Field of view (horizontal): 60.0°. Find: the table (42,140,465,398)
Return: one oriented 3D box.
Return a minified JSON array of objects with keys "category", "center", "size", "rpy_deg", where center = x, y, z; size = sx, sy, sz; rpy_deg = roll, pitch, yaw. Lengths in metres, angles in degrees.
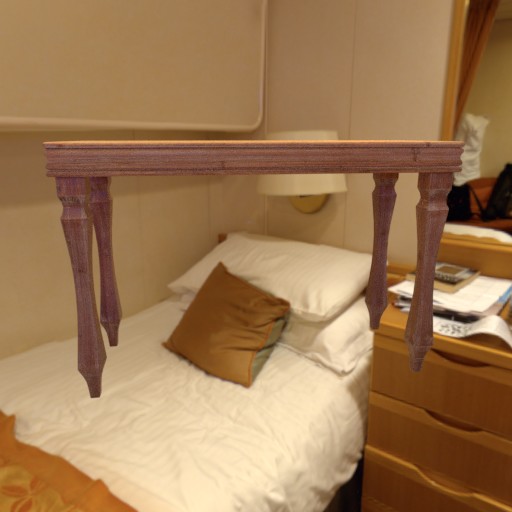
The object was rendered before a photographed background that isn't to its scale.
[{"category":"table","center":[0.000,0.000,1.740],"size":[1.330,0.873,0.522],"rpy_deg":[-2,15,-8]}]
